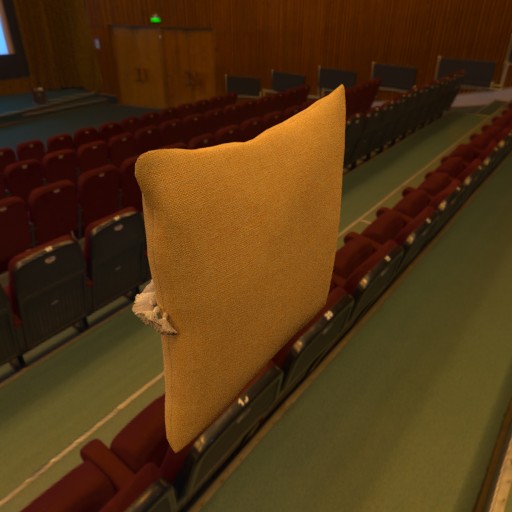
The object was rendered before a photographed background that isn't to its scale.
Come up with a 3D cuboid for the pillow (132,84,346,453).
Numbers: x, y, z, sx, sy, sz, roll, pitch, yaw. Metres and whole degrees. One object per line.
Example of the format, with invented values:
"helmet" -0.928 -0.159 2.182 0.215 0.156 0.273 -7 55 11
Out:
"pillow" 0.000 0.000 0.744 0.167 0.481 0.485 21 38 31
